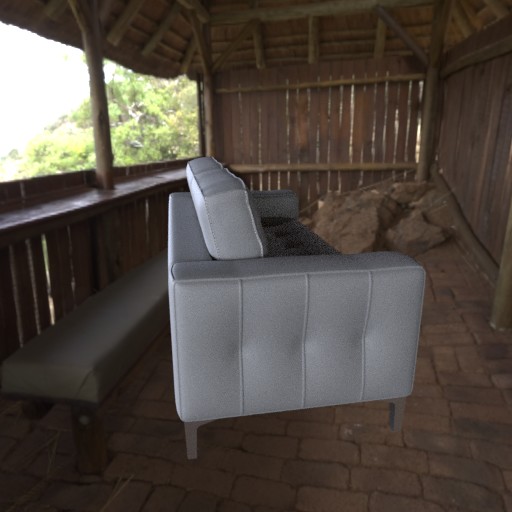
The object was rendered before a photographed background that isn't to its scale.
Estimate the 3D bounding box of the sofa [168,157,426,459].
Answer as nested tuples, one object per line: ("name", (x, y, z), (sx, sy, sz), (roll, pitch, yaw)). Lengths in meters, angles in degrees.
("sofa", (0.000, 0.000, 2.195), (0.833, 0.892, 1.726), (-3, 17, -10))
